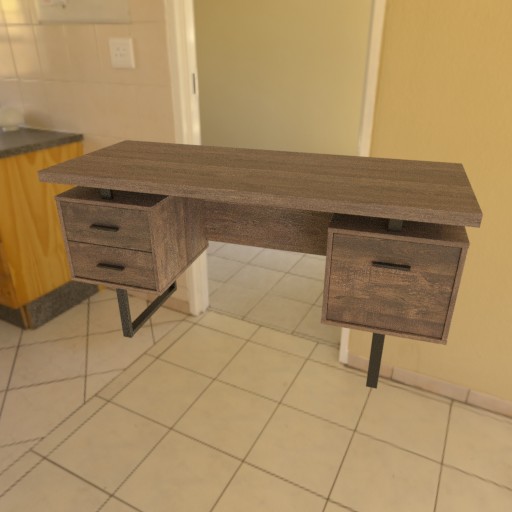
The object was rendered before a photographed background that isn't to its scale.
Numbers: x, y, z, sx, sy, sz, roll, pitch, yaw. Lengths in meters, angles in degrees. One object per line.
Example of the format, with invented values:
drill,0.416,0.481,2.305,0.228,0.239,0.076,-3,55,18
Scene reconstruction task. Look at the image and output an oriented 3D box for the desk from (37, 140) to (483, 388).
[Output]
desk,0.000,0.000,1.872,1.524,0.760,0.600,8,27,16
